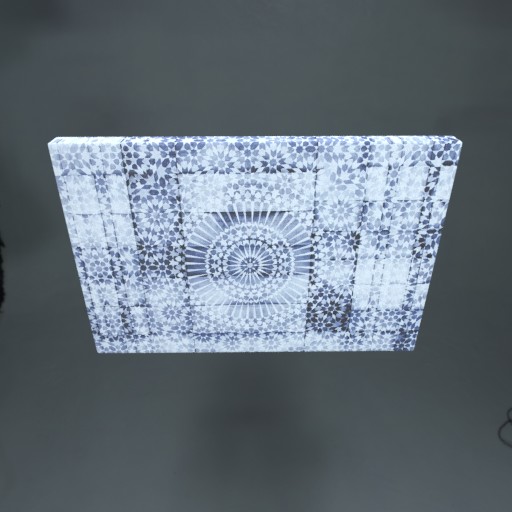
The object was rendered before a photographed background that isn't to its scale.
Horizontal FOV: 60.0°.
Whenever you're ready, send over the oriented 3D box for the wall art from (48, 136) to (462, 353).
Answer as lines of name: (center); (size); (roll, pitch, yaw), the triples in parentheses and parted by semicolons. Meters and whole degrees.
wall art: (0.000, 0.000, 1.148); (0.911, 0.608, 0.057); (0, 30, -1)
